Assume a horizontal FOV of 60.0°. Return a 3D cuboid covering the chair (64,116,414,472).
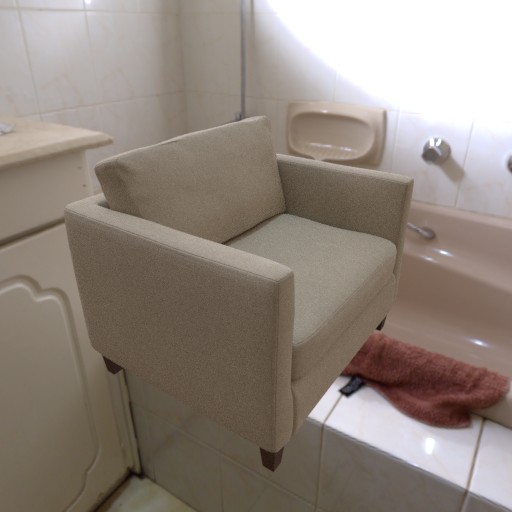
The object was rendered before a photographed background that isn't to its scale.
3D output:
[{"bbox_3d":[0.000,0.000,1.836,0.959,0.961,1.107,18,32,31],"label":"chair"}]
